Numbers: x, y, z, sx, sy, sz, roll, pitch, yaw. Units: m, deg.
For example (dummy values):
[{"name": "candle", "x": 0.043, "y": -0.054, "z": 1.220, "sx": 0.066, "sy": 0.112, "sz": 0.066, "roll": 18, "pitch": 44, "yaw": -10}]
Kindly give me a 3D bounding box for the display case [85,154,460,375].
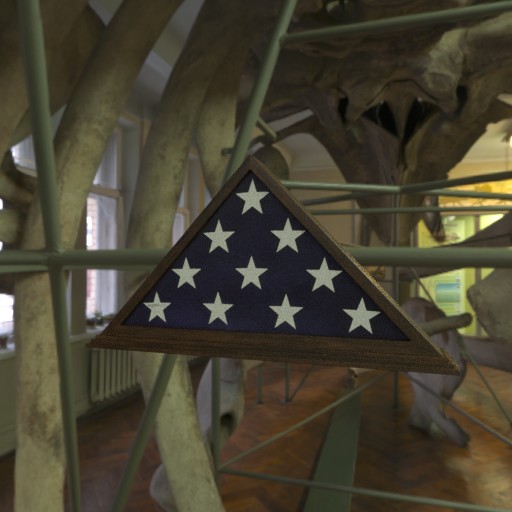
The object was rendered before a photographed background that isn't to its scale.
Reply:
[{"name": "display case", "x": 0.000, "y": 0.000, "z": 0.773, "sx": 0.640, "sy": 0.340, "sz": 0.095, "roll": 0, "pitch": 0, "yaw": 18}]
